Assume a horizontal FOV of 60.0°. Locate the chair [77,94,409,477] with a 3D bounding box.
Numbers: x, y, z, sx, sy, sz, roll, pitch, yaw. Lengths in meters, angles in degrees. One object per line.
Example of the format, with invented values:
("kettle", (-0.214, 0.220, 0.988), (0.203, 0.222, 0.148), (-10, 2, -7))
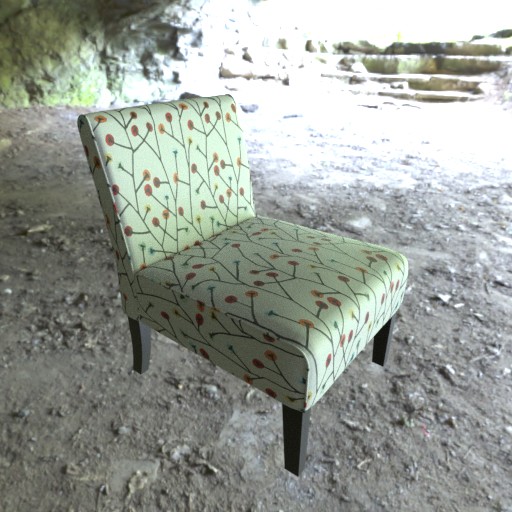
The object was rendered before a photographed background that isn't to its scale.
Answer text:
("chair", (0.000, 0.000, 1.308), (0.732, 0.813, 0.597), (19, 32, 33))
